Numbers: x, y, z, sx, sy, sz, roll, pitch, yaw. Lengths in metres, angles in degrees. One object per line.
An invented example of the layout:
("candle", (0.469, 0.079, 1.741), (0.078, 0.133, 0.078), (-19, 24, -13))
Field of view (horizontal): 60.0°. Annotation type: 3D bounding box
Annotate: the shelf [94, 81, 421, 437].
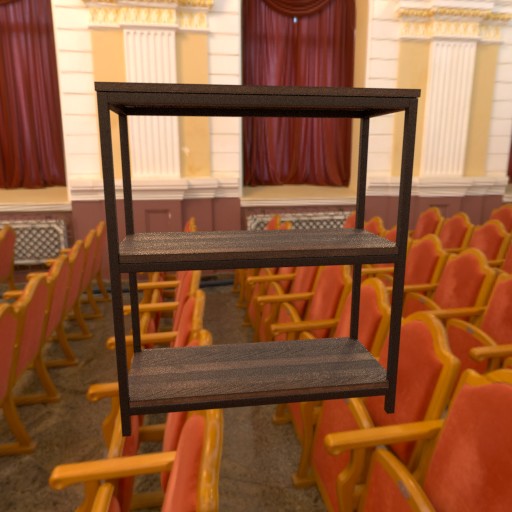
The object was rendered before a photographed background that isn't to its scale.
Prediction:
("shelf", (0.000, 0.000, 1.376), (0.822, 0.947, 0.352), (-2, 13, -8))
